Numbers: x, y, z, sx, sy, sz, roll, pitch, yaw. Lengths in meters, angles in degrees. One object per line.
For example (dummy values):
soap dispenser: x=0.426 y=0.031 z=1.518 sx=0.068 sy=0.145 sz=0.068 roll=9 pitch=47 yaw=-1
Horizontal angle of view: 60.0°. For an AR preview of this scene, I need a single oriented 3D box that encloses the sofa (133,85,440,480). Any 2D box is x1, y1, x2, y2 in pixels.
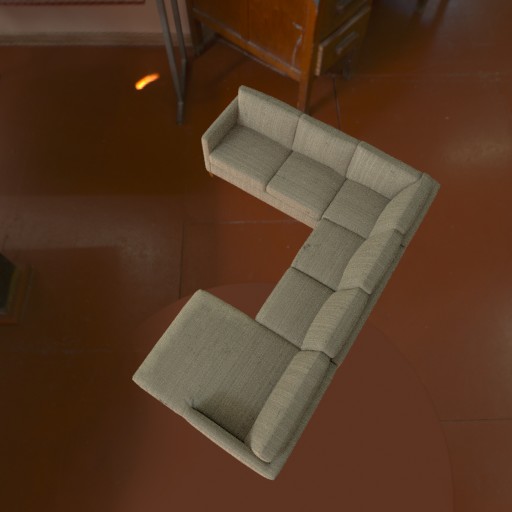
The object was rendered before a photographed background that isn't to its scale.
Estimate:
sofa: x=0.000 y=0.000 z=4.697 sx=2.594 sy=0.961 sz=3.460 roll=30 pitch=69 yaw=13
